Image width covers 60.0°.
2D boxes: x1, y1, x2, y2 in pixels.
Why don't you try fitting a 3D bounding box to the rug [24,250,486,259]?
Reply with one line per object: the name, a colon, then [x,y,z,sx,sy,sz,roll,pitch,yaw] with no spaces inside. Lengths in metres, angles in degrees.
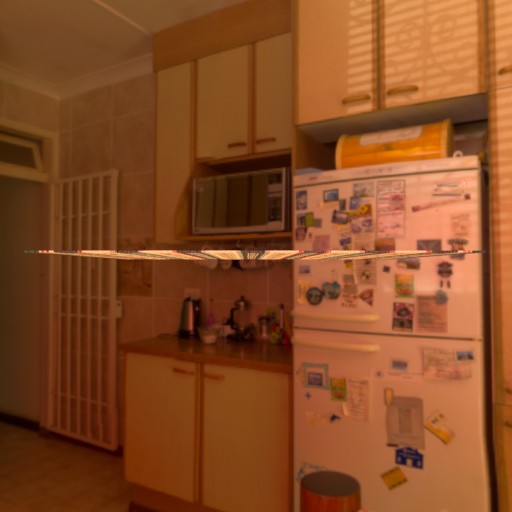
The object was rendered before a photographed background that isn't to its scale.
rug: [0.000,0.000,2.347,1.825,0.009,1.221,0,-2,0]
